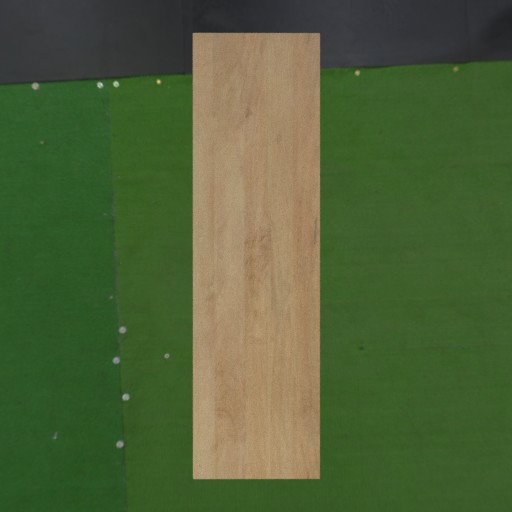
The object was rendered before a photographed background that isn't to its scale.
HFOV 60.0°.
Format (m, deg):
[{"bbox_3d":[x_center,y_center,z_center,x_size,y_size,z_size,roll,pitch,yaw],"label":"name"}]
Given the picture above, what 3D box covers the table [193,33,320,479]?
[{"bbox_3d":[0.000,0.000,1.789,0.399,0.799,1.400,0,90,0],"label":"table"}]
